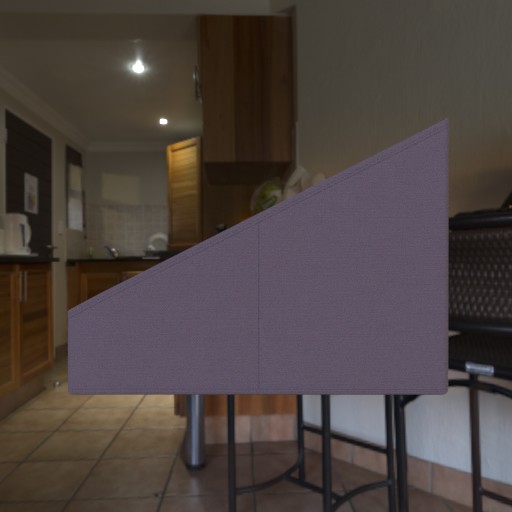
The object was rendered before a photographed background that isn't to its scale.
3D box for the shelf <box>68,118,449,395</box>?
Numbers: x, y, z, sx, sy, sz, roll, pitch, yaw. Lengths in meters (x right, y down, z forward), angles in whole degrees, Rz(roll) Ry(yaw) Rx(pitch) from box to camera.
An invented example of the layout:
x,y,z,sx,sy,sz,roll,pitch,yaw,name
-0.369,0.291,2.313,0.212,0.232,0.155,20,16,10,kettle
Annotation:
x,y,z,sx,sy,sz,roll,pitch,yaw,name
0.000,0.000,0.477,0.292,0.210,0.292,0,0,0,shelf
